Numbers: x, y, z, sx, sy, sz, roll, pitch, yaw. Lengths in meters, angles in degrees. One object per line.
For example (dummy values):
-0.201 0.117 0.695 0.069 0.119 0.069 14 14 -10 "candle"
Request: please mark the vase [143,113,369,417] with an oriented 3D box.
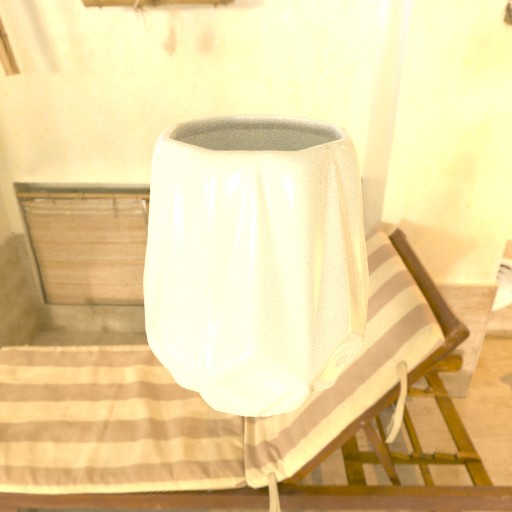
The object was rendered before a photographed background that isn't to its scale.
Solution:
0.000 0.000 0.270 0.141 0.152 0.141 0 27 0 "vase"
